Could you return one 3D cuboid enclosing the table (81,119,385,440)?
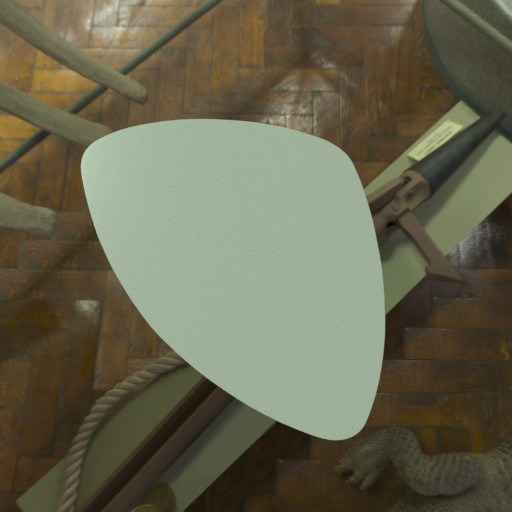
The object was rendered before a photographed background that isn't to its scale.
[{"bbox_3d":[0.000,0.000,1.628,0.850,0.440,1.250,-42,79,-10],"label":"table"}]
